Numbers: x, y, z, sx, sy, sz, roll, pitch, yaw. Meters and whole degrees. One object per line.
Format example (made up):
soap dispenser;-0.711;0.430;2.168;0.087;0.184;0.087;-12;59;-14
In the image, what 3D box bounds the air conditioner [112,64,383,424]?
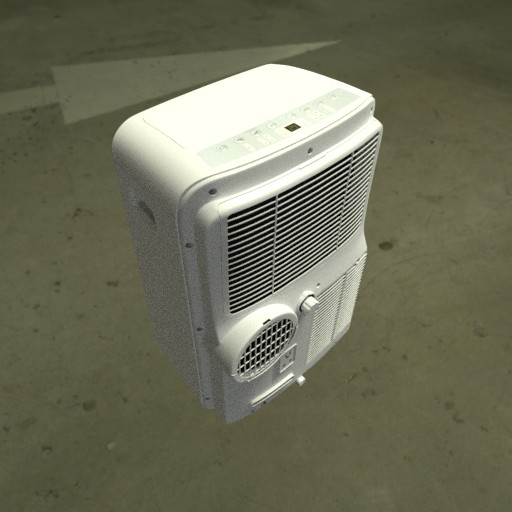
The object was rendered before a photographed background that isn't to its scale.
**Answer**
air conditioner;0.000;0.000;0.960;0.454;0.700;0.365;-32;55;-27
